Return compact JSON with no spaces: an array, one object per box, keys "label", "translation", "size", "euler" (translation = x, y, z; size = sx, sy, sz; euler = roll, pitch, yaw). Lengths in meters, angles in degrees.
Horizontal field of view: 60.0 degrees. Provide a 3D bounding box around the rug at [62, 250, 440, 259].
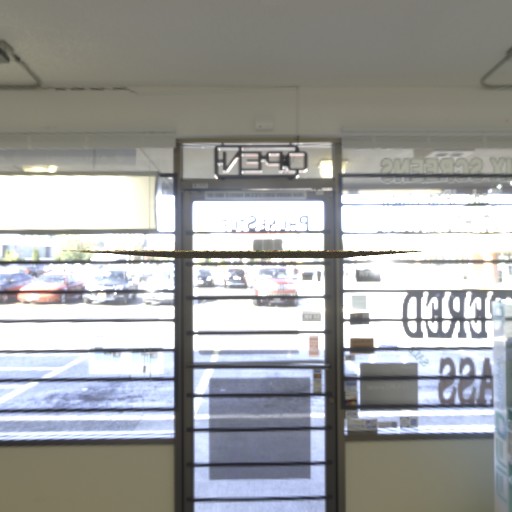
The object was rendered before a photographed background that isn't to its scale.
[{"label":"rug","translation":[0.000,0.000,2.975],"size":[1.524,0.008,2.438],"euler":[0,-1,1]}]
